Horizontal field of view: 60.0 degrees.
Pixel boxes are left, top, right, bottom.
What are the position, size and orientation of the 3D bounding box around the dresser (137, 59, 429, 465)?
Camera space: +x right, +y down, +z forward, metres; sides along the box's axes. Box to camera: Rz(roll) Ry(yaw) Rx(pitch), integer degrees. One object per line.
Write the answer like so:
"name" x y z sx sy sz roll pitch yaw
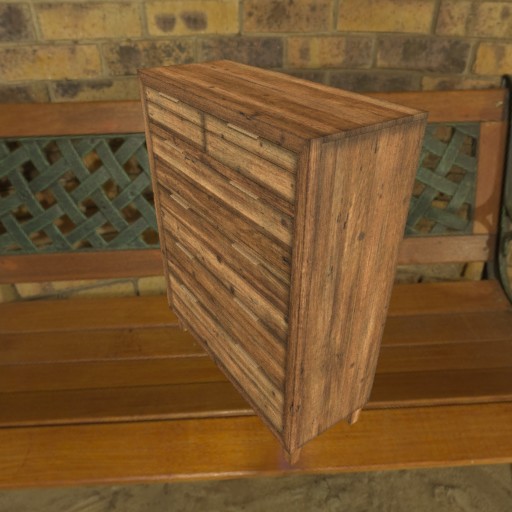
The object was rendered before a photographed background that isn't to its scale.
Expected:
"dresser" 0.000 0.000 1.866 0.438 1.359 1.067 -20 38 -29
